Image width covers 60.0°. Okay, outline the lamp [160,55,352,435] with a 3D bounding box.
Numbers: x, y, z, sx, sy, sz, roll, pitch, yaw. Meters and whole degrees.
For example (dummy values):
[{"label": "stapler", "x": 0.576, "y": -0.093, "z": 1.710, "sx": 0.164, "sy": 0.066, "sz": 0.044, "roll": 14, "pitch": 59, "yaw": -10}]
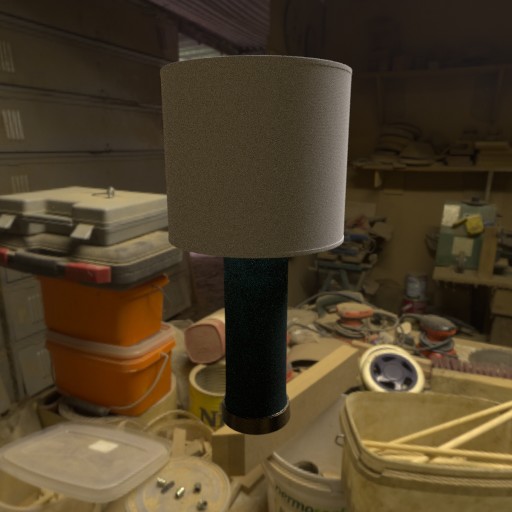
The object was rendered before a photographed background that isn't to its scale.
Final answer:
[{"label": "lamp", "x": 0.000, "y": 0.000, "z": 0.783, "sx": 0.301, "sy": 0.630, "sz": 0.301, "roll": 7, "pitch": 16, "yaw": 25}]
